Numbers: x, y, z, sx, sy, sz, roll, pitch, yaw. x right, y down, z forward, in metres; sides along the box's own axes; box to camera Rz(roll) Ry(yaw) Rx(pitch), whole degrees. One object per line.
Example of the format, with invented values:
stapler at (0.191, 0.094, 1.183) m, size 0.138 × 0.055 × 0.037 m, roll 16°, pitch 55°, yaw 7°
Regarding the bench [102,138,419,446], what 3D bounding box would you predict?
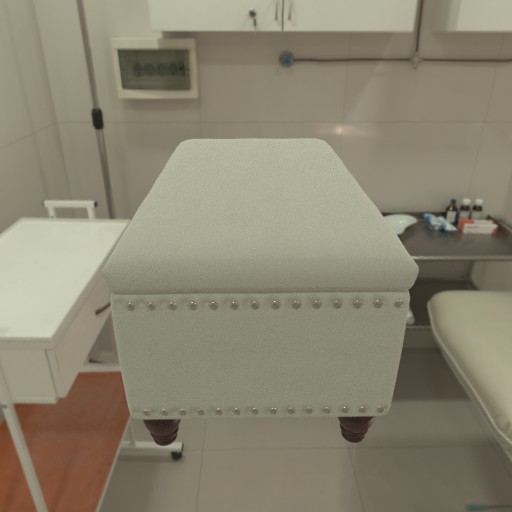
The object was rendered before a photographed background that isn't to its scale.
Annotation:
bench at (0.000, 0.000, 1.170) m, size 0.500 × 0.449 × 0.887 m, roll 0°, pitch 27°, yaw -1°
